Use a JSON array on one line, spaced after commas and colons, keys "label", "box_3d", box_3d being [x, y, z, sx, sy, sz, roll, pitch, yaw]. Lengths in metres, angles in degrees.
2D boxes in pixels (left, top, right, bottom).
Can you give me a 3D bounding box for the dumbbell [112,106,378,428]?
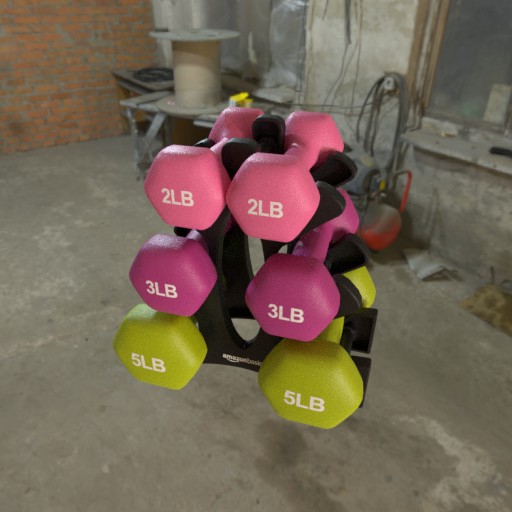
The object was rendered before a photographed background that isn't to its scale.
[{"label": "dumbbell", "box_3d": [0.000, 0.000, 0.452, 0.257, 0.261, 0.203, 9, 32, 15]}]
